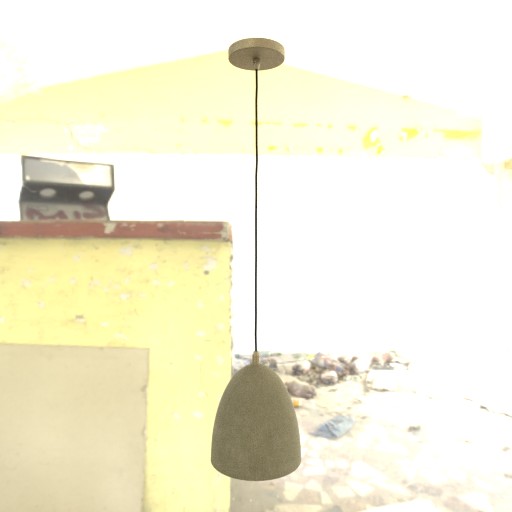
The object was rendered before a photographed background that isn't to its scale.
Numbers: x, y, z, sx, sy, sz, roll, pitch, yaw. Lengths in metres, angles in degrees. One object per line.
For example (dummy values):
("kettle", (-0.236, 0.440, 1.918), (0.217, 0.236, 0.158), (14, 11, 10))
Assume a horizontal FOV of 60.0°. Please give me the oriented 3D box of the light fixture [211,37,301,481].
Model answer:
("light fixture", (0.000, 0.000, 0.827), (0.170, 0.759, 0.170), (0, 1, 18))
